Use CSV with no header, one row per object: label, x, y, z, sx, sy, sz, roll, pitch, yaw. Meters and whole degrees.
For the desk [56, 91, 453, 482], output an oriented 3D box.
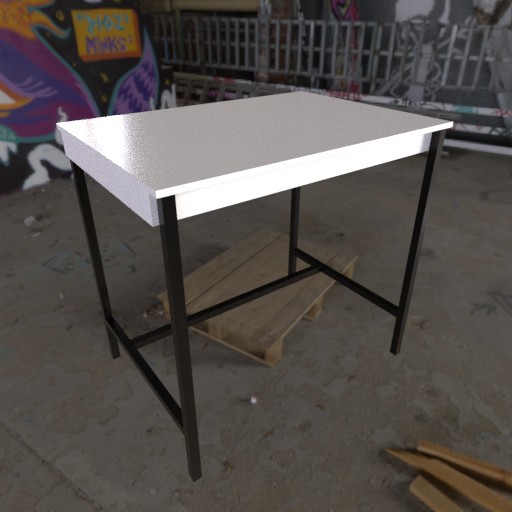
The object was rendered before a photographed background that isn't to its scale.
desk,0.000,0.000,1.296,0.811,0.766,0.573,-20,35,-31
